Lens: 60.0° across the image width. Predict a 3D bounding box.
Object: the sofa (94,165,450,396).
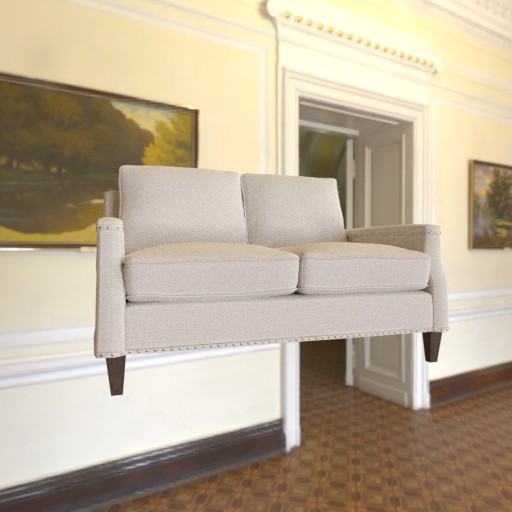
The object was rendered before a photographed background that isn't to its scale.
[{"bbox_3d":[0.000,0.000,2.323,1.597,1.003,1.084,0,1,-19],"label":"sofa"}]
